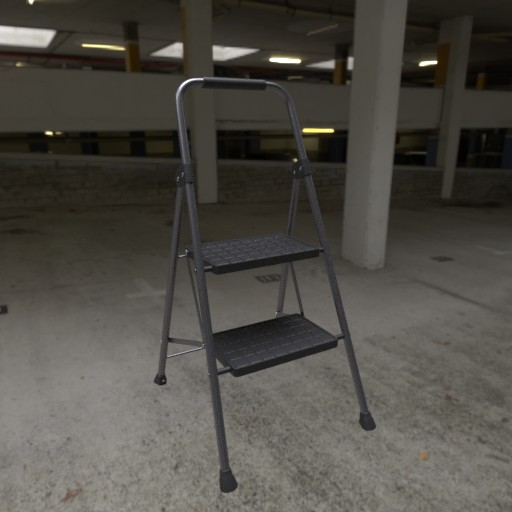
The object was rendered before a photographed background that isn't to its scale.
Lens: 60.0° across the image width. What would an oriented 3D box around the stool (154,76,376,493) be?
[{"bbox_3d":[0.000,0.000,1.144,0.450,0.872,0.514,-9,19,-28],"label":"stool"}]
